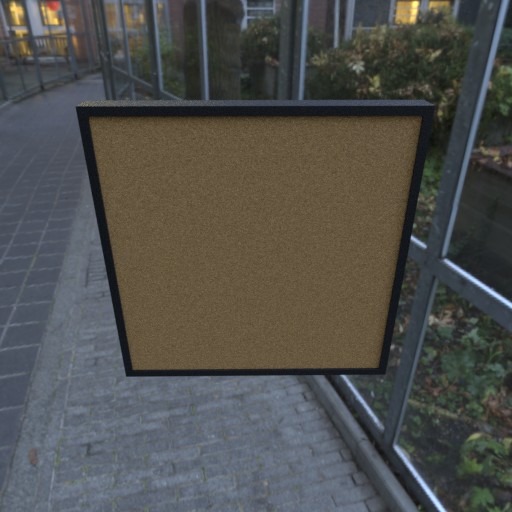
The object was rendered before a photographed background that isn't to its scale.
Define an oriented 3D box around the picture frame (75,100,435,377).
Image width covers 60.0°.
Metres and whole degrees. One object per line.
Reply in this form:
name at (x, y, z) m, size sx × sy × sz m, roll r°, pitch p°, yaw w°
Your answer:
picture frame at (0.000, 0.000, 0.479) m, size 0.317 × 0.317 × 0.030 m, roll 0°, pitch 29°, yaw -1°
